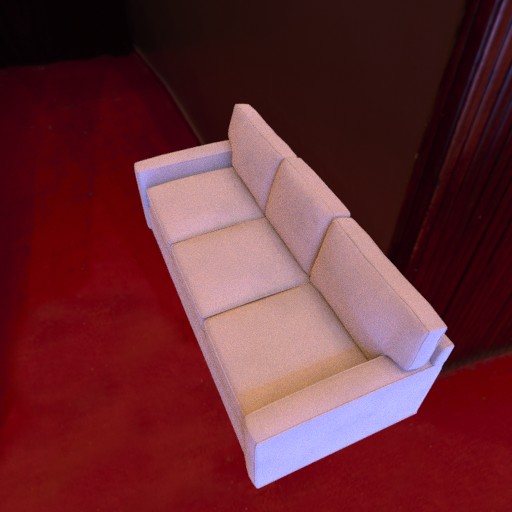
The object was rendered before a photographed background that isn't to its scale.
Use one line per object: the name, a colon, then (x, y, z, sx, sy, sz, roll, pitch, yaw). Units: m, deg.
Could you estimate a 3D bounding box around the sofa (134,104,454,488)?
sofa: (0.000, 0.000, 2.579, 0.935, 0.862, 2.088, -17, 48, -16)
